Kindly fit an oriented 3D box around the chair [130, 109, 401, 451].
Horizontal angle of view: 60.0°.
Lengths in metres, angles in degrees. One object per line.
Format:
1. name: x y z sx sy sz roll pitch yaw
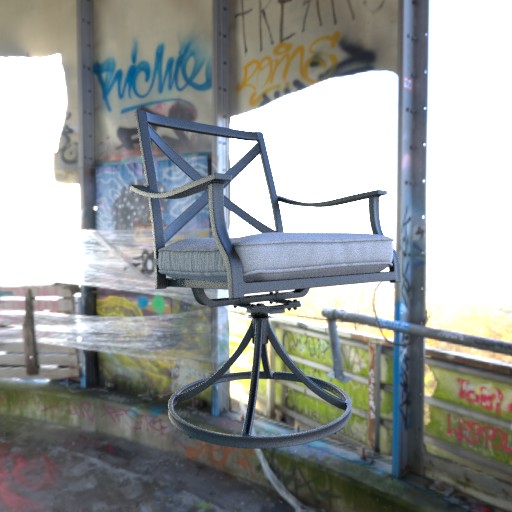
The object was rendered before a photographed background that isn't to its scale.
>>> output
1. chair: 0.000 0.000 1.292 0.575 0.889 0.620 -2 3 -37
